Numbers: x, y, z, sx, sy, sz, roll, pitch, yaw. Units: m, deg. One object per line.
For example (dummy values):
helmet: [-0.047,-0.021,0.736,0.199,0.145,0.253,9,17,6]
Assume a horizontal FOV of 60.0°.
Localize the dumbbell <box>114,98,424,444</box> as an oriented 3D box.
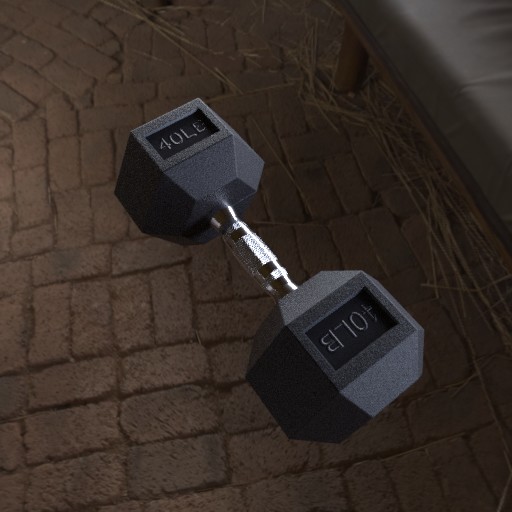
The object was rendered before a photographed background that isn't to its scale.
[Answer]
dumbbell: [0.000,0.000,0.443,0.157,0.137,0.361,-33,66,-16]
